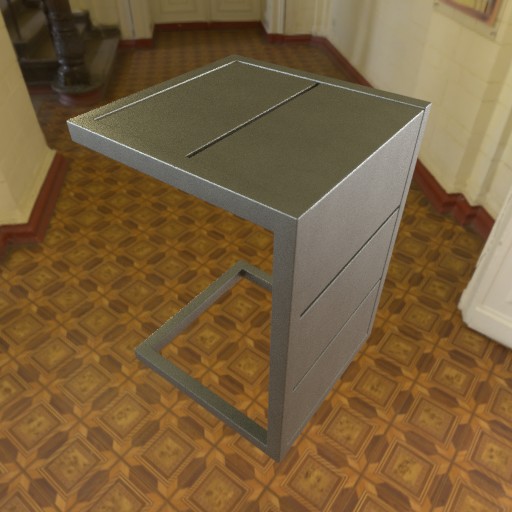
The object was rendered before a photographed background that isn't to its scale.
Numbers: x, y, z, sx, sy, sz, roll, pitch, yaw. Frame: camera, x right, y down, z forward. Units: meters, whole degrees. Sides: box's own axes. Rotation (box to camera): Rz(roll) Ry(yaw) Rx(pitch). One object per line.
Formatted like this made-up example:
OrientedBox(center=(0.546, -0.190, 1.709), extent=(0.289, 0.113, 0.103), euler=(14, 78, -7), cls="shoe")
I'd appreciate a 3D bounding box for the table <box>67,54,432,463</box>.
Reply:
OrientedBox(center=(0.000, 0.000, 0.901), extent=(0.420, 0.609, 0.405), euler=(26, 48, 27), cls="table")
